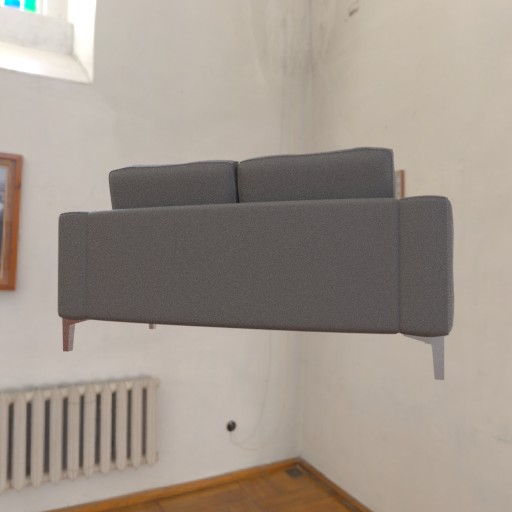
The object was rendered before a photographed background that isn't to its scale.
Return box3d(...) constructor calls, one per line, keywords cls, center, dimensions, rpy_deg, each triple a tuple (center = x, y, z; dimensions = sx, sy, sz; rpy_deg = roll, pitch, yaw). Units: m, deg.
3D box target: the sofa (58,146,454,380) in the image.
box3d(cls="sofa", center=(0.000, 0.000, 2.182), dimensions=(1.726, 0.892, 0.833), rpy_deg=(0, -1, 18))
